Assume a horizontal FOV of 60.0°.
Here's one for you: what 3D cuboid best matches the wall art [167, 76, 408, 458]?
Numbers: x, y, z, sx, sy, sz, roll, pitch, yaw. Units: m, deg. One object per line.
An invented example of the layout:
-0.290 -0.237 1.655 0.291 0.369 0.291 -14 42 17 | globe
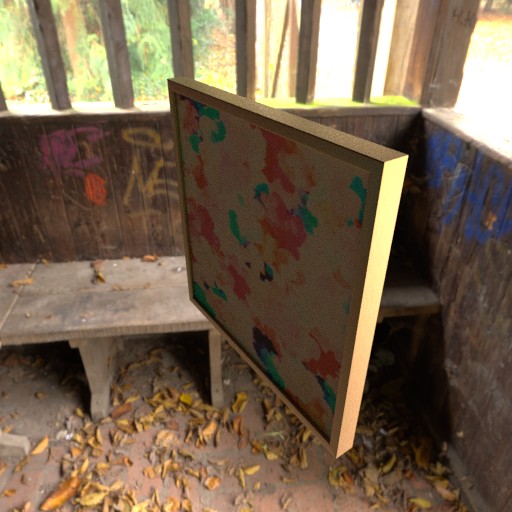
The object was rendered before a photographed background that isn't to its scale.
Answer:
0.000 0.000 0.774 0.037 0.509 0.510 -21 38 -29 | wall art
